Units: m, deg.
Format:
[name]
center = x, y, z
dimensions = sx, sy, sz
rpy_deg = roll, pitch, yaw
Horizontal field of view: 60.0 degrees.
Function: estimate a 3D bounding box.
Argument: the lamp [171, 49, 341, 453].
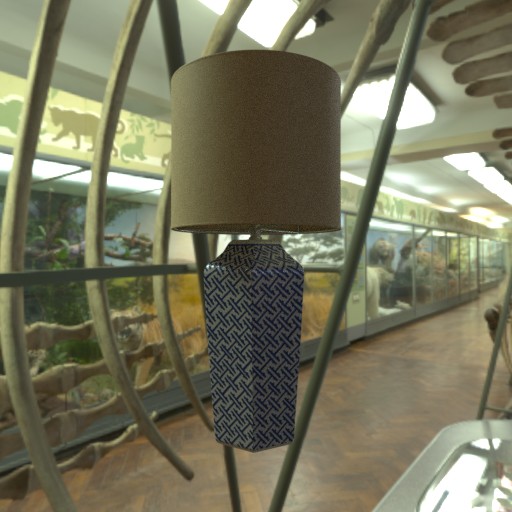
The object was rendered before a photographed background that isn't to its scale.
[lamp]
center = 0.000, 0.000, 0.847
dimensions = 0.320, 0.682, 0.320
rpy_deg = 0, 0, 37
